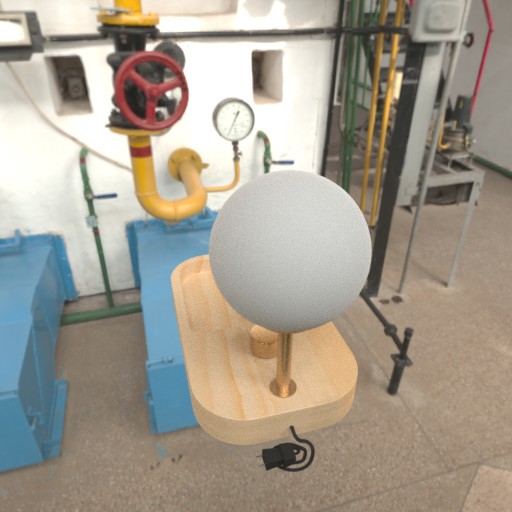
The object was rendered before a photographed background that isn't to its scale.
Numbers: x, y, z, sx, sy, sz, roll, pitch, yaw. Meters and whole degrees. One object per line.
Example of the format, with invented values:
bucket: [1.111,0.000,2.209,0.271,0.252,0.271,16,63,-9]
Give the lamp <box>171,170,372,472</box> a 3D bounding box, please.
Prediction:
lamp: [0.000,0.000,0.465,0.173,0.253,0.331,-8,32,-13]
